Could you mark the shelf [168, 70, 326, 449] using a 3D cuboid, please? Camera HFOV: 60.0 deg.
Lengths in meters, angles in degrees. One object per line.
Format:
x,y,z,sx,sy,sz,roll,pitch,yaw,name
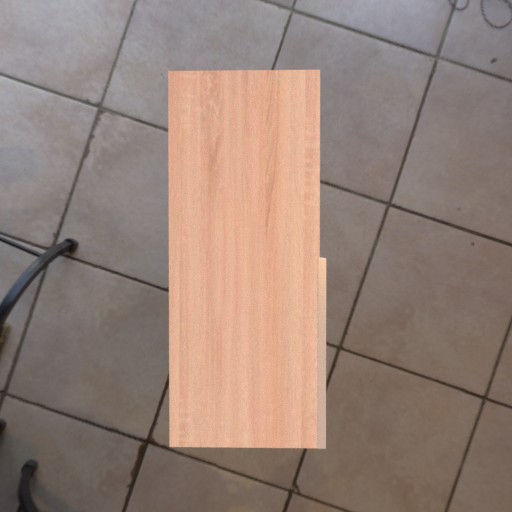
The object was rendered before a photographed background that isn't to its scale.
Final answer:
0.000,0.000,1.868,0.434,1.405,0.995,0,91,1,shelf
